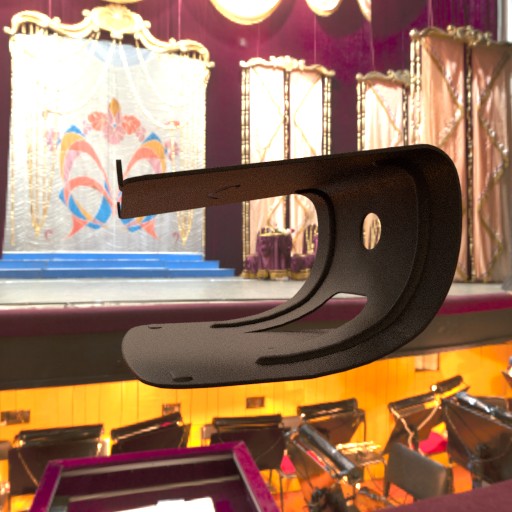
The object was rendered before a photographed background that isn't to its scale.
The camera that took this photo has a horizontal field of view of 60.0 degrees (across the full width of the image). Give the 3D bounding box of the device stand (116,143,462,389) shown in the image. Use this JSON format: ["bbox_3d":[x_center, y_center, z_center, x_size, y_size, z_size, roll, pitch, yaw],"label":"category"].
[{"bbox_3d":[0.000,0.000,0.394,0.236,0.155,0.256,0,0,-17],"label":"device stand"}]
